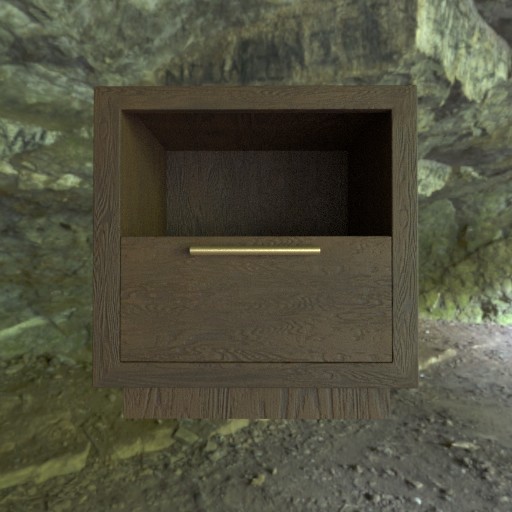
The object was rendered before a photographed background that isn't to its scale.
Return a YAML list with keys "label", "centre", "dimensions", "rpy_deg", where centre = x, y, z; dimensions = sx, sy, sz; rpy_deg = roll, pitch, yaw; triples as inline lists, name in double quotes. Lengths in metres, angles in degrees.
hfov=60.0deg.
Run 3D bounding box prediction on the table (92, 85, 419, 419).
- label: "table"
  centre: [0.000, 0.000, 0.949]
  dimensions: [0.560, 0.585, 0.439]
  rpy_deg: [0, -1, 1]
